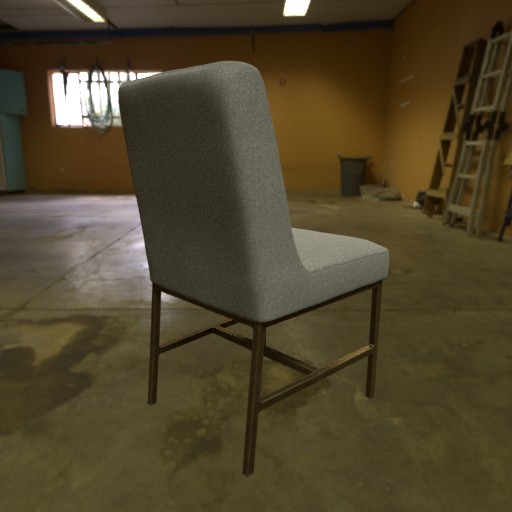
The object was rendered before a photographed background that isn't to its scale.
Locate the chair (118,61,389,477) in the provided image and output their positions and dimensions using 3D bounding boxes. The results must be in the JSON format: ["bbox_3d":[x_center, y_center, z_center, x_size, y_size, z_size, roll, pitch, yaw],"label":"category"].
[{"bbox_3d":[0.000,0.000,1.225,0.587,0.889,0.508,-13,19,-43],"label":"chair"}]
